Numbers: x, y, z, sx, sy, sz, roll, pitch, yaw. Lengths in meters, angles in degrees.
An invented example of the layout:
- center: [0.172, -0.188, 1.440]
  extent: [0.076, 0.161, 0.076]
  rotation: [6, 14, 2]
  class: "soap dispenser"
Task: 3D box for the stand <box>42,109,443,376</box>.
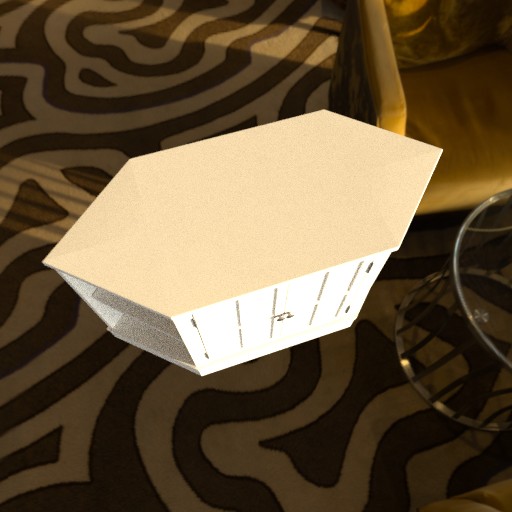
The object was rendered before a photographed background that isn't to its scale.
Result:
- center: [0.000, 0.000, 1.400]
  extent: [1.072, 0.614, 0.477]
  rotation: [-17, 64, -8]
  class: "stand"
